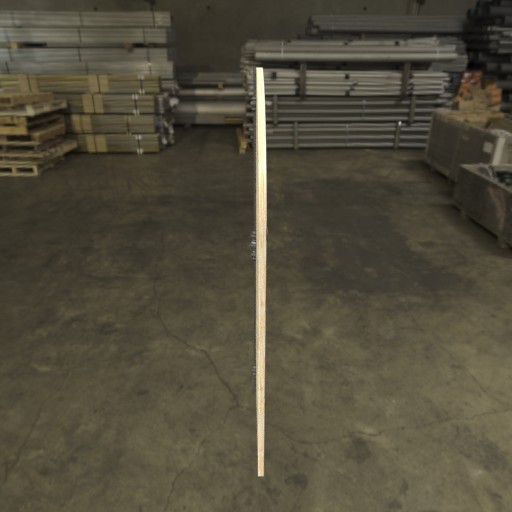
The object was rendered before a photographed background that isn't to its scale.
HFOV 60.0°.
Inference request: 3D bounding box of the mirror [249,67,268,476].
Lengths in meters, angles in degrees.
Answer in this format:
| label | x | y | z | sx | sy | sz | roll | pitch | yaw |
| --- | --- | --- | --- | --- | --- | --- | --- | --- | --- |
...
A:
| label | x | y | z | sx | sy | sz | roll | pitch | yaw |
| --- | --- | --- | --- | --- | --- | --- | --- | --- | --- |
| mirror | 0.000 | 0.000 | 1.170 | 0.032 | 0.915 | 0.609 | 0 | 26 | -1 |
